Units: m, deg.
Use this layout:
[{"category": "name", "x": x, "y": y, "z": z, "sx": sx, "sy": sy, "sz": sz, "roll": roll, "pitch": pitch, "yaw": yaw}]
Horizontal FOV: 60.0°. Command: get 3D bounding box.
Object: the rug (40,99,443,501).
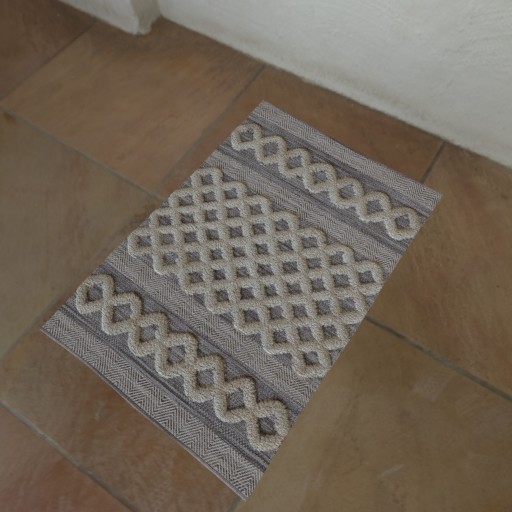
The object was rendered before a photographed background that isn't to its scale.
[{"category": "rug", "x": 0.000, "y": 0.000, "z": 2.258, "sx": 1.222, "sy": 0.030, "sz": 1.823, "roll": 33, "pitch": 68, "yaw": 15}]
